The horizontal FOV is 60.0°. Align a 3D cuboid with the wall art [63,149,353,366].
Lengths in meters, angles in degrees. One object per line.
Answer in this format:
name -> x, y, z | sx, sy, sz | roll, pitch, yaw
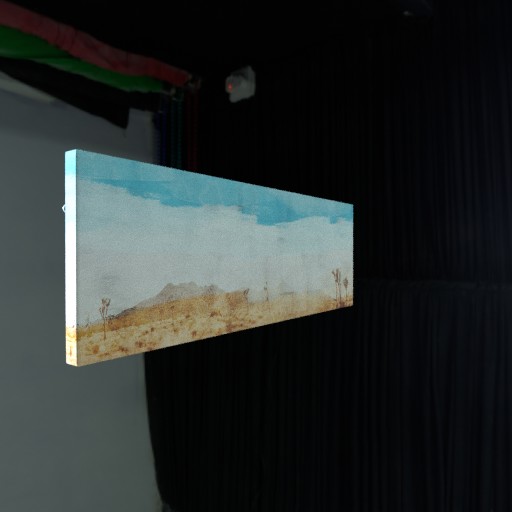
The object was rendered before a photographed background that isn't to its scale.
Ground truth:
wall art -> 0.000, 0.000, 0.829 | 0.044, 0.254, 0.759 | 0, 1, 37
